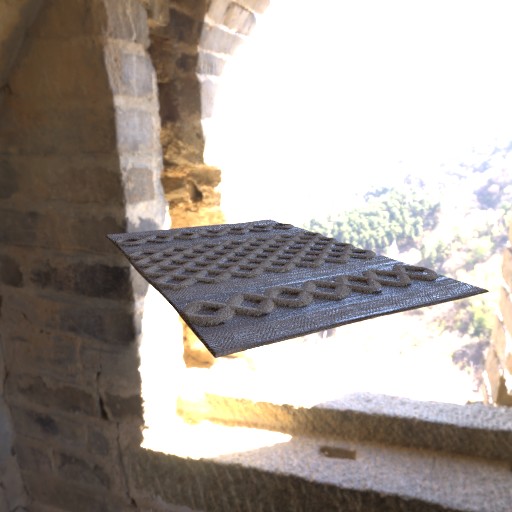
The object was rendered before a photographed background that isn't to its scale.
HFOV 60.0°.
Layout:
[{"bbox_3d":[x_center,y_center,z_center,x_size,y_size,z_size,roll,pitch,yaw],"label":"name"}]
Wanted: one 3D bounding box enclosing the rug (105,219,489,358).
[{"bbox_3d":[0.000,0.000,2.325,1.222,0.030,1.823,-8,17,-27],"label":"rug"}]
